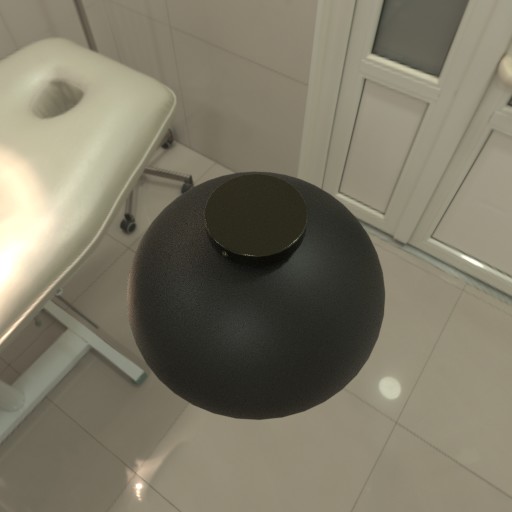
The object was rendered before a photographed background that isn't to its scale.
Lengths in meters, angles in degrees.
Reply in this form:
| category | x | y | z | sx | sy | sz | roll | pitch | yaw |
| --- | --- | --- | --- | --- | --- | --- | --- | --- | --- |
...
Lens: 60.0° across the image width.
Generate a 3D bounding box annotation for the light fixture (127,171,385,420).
| category | x | y | z | sx | sy | sz | roll | pitch | yaw |
| --- | --- | --- | --- | --- | --- | --- | --- | --- | --- |
| light fixture | 0.000 | 0.000 | 0.553 | 0.355 | 0.177 | 0.355 | 0 | 58 | 0 |
